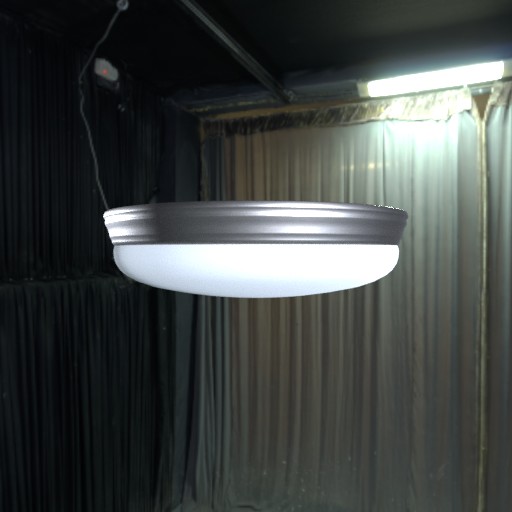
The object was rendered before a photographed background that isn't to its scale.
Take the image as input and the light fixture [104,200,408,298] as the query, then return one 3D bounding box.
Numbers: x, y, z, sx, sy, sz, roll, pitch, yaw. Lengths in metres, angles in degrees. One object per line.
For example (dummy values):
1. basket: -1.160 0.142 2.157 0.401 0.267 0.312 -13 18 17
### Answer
1. light fixture: 0.000 0.000 0.566 0.368 0.100 0.368 0 1 0
